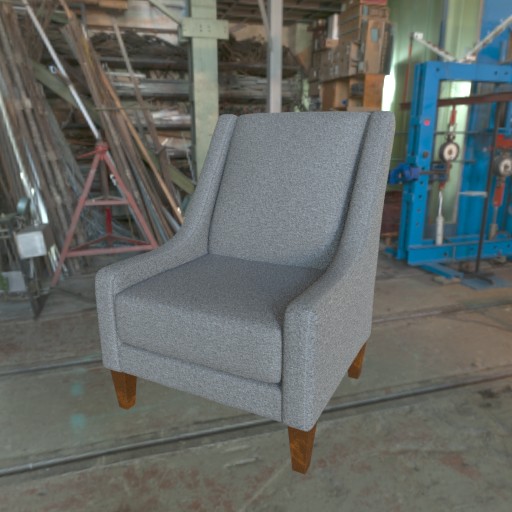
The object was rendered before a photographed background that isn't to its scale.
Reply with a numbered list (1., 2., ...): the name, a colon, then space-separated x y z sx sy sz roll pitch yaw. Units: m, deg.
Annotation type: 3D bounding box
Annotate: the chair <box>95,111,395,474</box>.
1. chair: 0.000 0.000 1.598 0.774 1.016 0.870 8 17 26
